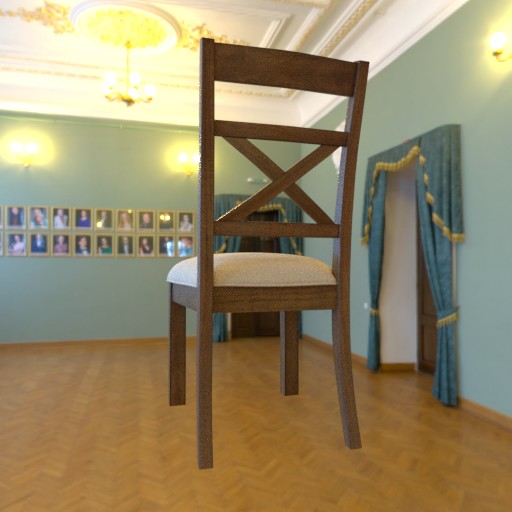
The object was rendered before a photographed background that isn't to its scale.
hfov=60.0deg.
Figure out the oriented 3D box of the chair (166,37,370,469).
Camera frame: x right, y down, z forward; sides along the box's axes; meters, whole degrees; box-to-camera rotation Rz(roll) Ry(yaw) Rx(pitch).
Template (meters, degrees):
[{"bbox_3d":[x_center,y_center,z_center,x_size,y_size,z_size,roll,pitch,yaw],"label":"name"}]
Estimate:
[{"bbox_3d":[0.000,0.000,1.268,0.461,0.949,0.581,0,-1,-17],"label":"chair"}]
